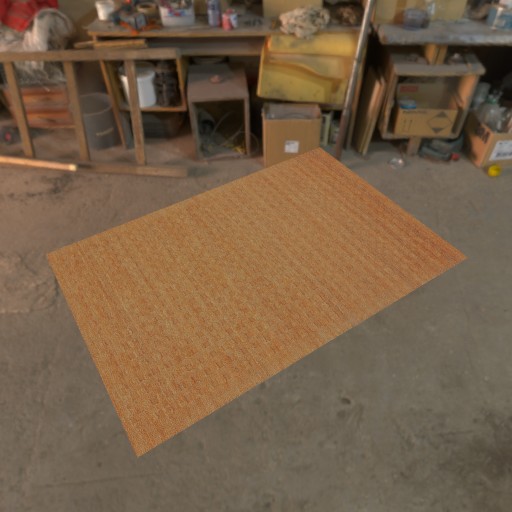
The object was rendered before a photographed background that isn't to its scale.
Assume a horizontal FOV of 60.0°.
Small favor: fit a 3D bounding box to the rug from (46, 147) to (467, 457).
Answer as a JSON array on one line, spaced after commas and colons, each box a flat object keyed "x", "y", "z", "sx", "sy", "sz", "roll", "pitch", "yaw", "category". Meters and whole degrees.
[{"x": 0.000, "y": 0.000, "z": 2.889, "sx": 2.285, "sy": 0.006, "sz": 1.524, "roll": -25, "pitch": 52, "yaw": -22, "category": "rug"}]
